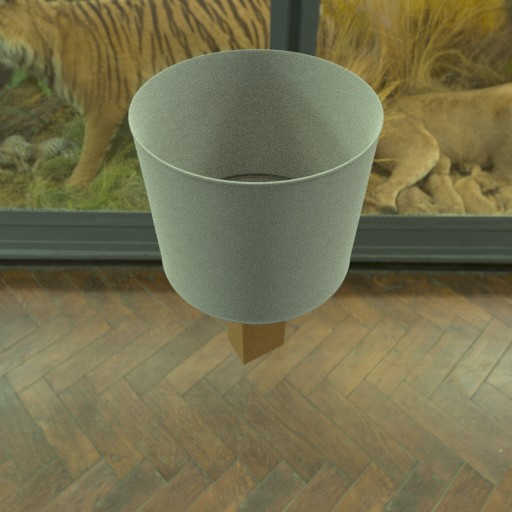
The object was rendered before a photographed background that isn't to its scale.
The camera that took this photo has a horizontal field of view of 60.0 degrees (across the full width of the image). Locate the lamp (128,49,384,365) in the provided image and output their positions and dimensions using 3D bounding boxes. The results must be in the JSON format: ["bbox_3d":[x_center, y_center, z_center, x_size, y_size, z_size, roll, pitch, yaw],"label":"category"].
[{"bbox_3d":[0.000,0.000,0.560,0.229,0.417,0.229,-23,52,-19],"label":"lamp"}]
